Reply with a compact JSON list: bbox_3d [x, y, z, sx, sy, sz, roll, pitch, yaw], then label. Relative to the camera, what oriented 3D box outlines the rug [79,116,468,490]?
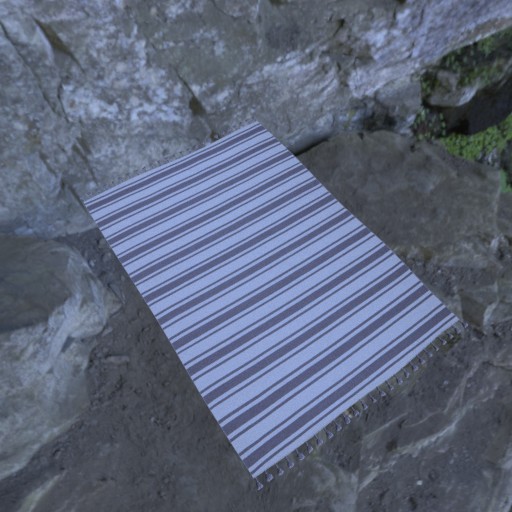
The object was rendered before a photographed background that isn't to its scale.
[{"bbox_3d":[0.000,0.000,3.856,2.030,0.017,3.040,-30,62,-18],"label":"rug"}]
